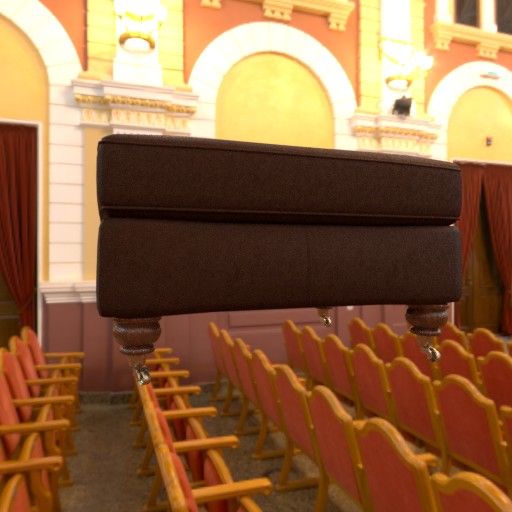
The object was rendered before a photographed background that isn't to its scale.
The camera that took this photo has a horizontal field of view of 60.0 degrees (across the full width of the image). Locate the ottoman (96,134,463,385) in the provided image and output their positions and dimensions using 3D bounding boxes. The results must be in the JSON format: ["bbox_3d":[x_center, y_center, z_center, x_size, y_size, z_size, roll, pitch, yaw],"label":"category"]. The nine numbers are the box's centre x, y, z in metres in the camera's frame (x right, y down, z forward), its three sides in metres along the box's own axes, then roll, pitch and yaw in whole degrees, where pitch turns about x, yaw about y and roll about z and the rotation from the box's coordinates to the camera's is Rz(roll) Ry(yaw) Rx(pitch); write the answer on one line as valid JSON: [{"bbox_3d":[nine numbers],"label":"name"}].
[{"bbox_3d":[0.000,0.000,1.766,1.187,0.730,0.967,0,0,-19],"label":"ottoman"}]
